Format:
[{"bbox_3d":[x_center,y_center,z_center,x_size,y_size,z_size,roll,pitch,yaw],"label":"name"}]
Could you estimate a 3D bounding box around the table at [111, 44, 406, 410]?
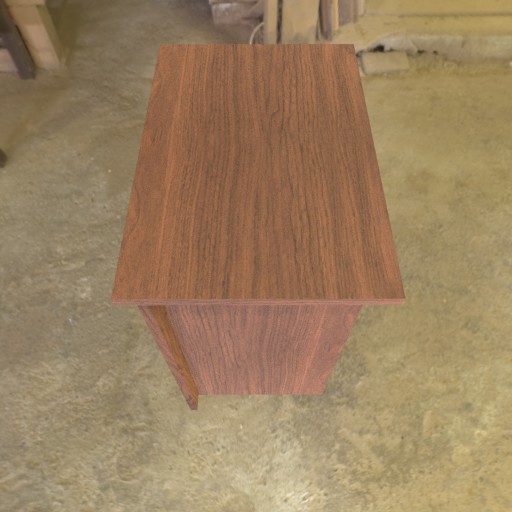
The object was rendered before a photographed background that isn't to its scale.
[{"bbox_3d":[0.000,0.000,1.061,0.406,0.711,0.589,0,58,0],"label":"table"}]
